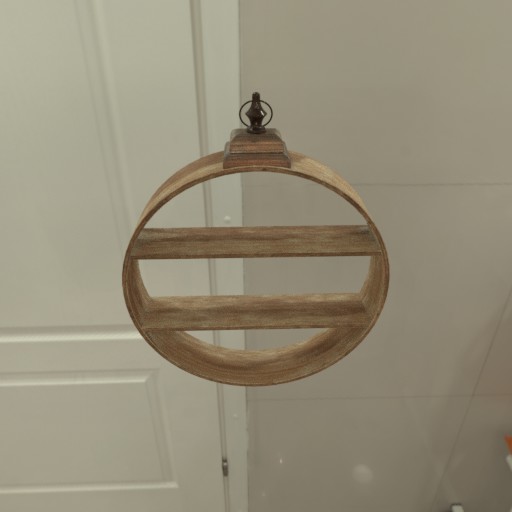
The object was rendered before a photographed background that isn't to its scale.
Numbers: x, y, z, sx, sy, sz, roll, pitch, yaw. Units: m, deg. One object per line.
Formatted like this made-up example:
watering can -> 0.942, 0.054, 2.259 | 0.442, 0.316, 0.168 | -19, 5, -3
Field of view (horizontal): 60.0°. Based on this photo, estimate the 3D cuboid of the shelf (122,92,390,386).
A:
shelf -> 0.000, 0.000, 1.026 | 0.601, 0.725, 0.125 | -1, 31, -2
